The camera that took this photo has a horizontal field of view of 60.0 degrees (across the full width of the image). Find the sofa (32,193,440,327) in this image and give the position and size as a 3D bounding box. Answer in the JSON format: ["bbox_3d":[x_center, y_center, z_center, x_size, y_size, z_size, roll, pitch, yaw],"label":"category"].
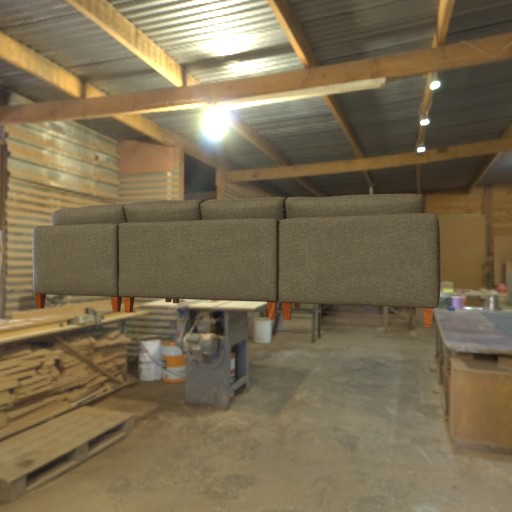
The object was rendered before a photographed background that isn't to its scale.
[{"bbox_3d":[0.000,0.000,4.675,3.460,0.961,2.594,0,0,19],"label":"sofa"}]
